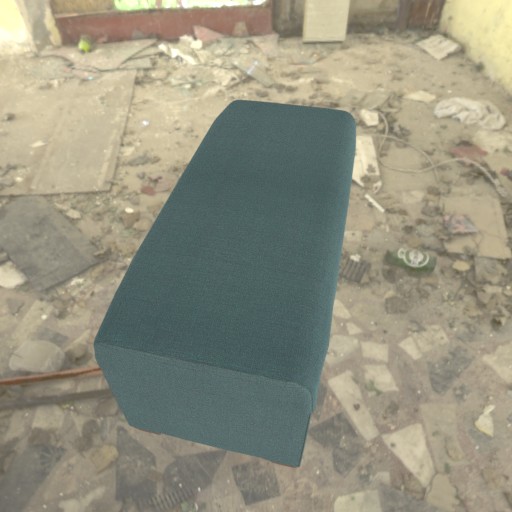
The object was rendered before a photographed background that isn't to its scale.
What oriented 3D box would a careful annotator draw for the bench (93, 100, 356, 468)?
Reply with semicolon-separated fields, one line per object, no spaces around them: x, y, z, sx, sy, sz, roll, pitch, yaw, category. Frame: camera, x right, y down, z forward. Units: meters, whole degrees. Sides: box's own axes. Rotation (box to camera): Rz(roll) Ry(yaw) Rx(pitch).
0.000;0.000;1.278;0.476;0.474;0.995;10;47;9;bench
